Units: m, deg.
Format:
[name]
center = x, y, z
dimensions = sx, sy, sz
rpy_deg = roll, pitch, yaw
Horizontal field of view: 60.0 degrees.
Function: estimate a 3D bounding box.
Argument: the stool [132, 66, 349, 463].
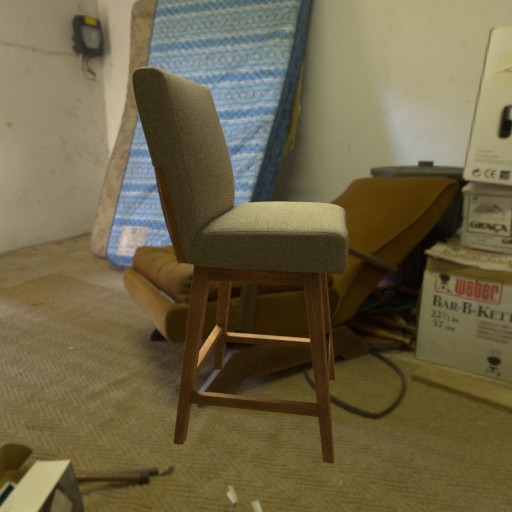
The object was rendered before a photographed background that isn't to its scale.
[stool]
center = 0.000, 0.000, 1.319
dimensions = 0.526, 1.010, 0.459
rpy_deg = 3, 15, 10
